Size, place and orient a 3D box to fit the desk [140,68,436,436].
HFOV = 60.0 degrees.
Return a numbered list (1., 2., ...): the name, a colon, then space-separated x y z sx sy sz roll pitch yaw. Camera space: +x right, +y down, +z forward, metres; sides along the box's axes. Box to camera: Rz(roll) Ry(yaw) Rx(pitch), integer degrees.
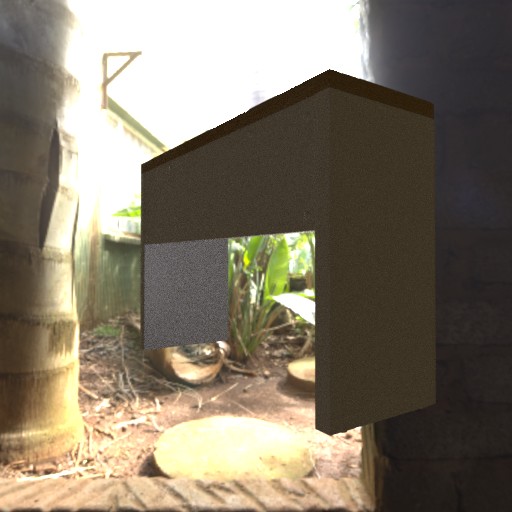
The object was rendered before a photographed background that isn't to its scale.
1. desk: 0.000 0.000 1.470 0.390 0.760 1.100 0 -1 -35
